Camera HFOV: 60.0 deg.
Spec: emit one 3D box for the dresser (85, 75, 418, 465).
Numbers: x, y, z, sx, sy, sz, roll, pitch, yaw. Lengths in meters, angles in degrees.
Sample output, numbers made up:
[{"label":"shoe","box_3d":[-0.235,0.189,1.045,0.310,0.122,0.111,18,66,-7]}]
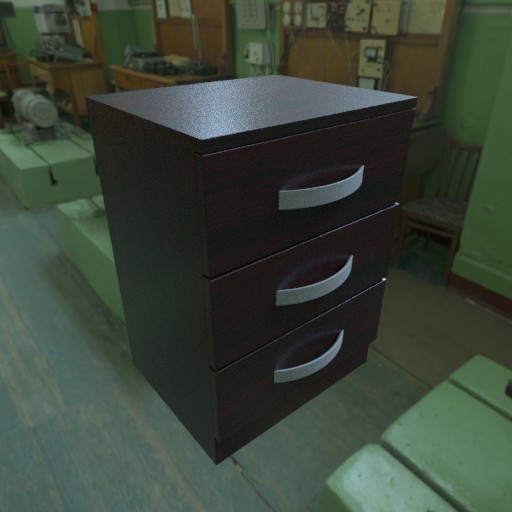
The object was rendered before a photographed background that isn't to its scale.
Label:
[{"label":"dresser","box_3d":[0.000,0.000,0.821,0.400,0.560,0.360,-22,36,-33]}]
